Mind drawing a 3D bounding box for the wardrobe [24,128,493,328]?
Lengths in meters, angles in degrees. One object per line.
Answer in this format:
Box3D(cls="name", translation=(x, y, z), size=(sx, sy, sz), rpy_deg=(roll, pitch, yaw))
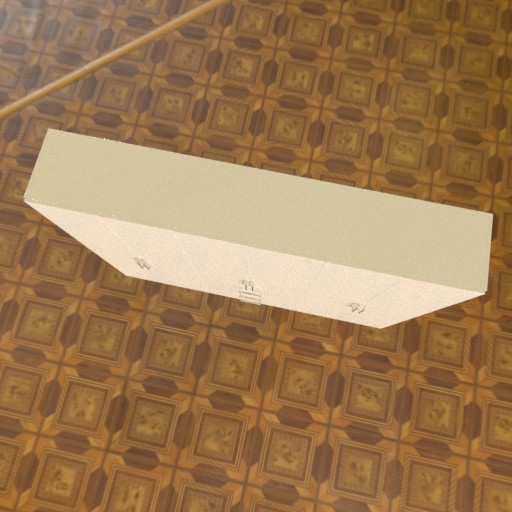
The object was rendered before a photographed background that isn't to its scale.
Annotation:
Box3D(cls="wardrobe", translation=(0.000, 0.000, 4.004), size=(3.000, 2.360, 0.580), rpy_deg=(11, 76, 3))
